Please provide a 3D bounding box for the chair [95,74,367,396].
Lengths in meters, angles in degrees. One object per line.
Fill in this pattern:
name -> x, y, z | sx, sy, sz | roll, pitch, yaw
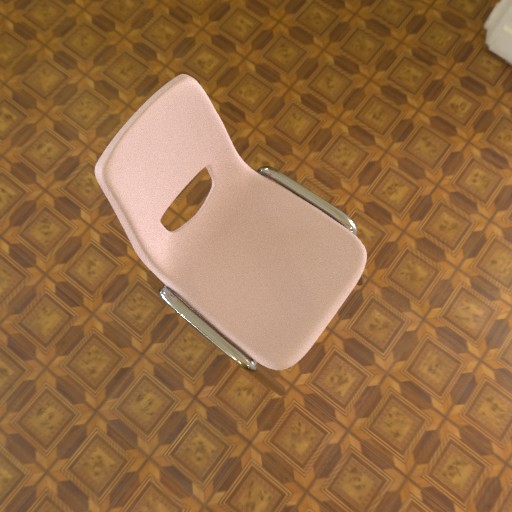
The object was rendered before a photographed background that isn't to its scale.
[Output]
chair -> 0.000, 0.000, 0.835 | 0.423, 0.586, 0.354 | 36, 78, 9
